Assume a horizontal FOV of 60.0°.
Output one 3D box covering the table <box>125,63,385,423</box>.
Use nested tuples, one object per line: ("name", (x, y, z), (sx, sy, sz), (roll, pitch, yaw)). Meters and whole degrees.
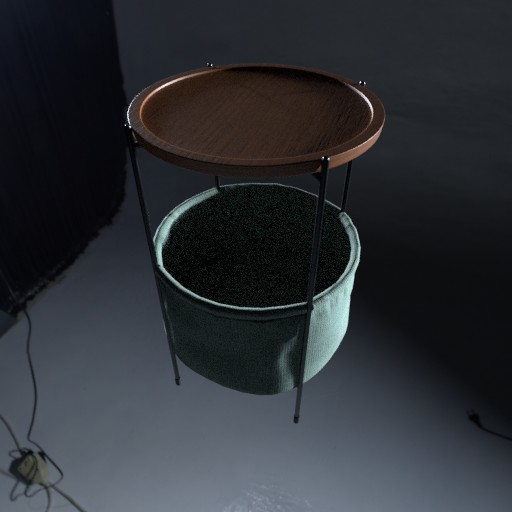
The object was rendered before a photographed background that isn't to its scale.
("table", (0.000, 0.000, 0.880), (0.400, 0.623, 0.400), (13, 42, 15))
